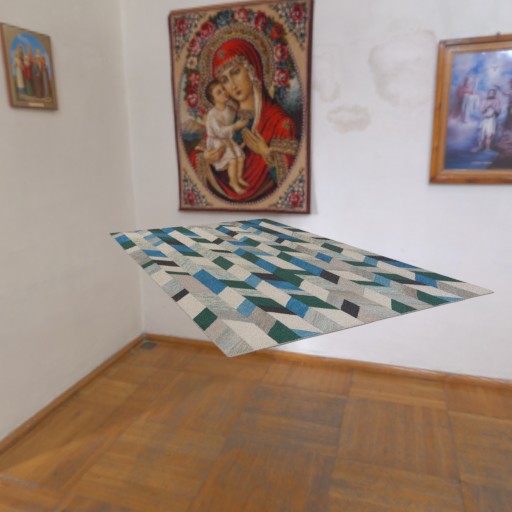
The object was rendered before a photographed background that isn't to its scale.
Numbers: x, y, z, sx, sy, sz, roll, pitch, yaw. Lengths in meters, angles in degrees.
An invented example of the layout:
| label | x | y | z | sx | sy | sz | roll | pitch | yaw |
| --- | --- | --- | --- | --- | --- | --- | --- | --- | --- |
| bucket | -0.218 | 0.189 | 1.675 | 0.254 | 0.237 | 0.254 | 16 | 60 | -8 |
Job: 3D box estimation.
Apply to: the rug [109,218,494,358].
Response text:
| label | x | y | z | sx | sy | sz | roll | pitch | yaw |
| --- | --- | --- | --- | --- | --- | --- | --- | --- | --- |
| rug | 0.000 | 0.000 | 2.982 | 1.507 | 0.007 | 2.433 | -8 | 17 | -27 |
